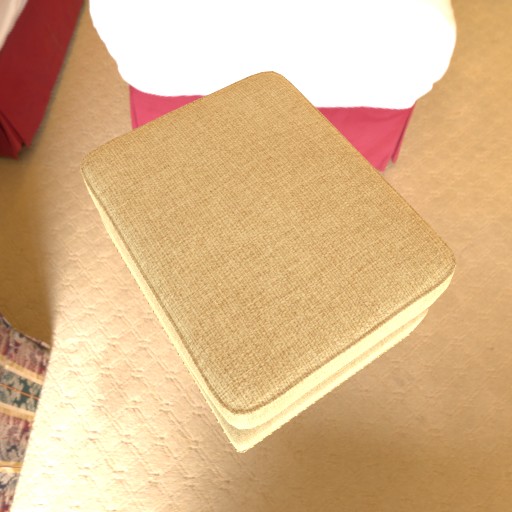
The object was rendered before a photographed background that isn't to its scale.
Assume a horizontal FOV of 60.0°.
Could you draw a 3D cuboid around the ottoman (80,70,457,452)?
[{"bbox_3d":[0.000,0.000,1.148,0.589,0.537,0.738,-31,67,-14],"label":"ottoman"}]
